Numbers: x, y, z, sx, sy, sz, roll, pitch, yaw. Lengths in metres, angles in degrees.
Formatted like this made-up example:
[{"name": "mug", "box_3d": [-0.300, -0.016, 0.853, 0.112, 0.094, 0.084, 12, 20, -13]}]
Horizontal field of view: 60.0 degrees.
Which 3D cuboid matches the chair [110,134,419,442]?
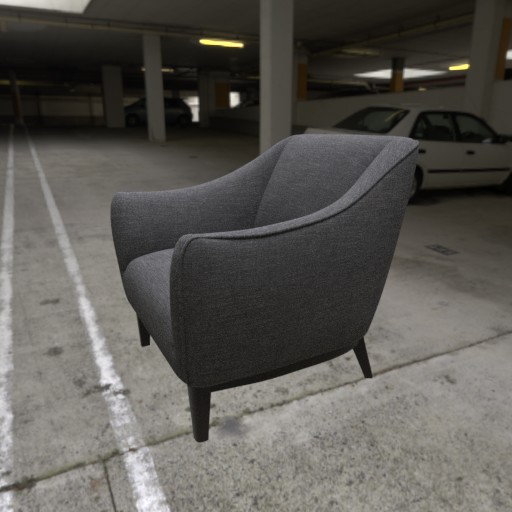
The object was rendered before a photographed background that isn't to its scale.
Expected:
[{"name": "chair", "box_3d": [0.000, 0.000, 1.578, 0.851, 0.829, 0.870, -8, 18, -26]}]
